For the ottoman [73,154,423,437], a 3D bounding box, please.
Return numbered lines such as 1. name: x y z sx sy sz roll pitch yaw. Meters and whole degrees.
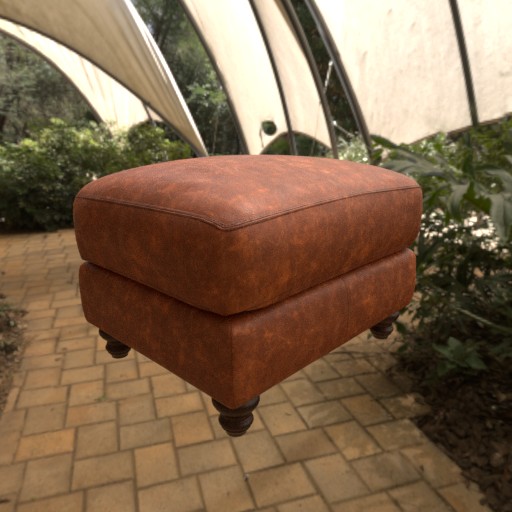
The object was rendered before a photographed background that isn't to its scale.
1. ottoman: 0.000 0.000 1.274 0.657 0.562 0.832 15 21 41
